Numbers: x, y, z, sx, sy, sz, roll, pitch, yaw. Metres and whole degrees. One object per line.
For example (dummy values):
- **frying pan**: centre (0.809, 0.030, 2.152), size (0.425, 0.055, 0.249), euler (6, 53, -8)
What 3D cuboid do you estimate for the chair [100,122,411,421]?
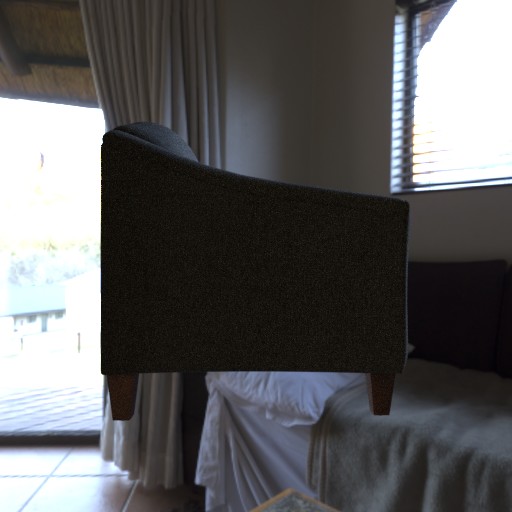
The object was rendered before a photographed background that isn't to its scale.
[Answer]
- **chair**: centre (0.000, 0.000, 1.465), size (0.787, 0.839, 0.763), euler (0, 0, -1)
